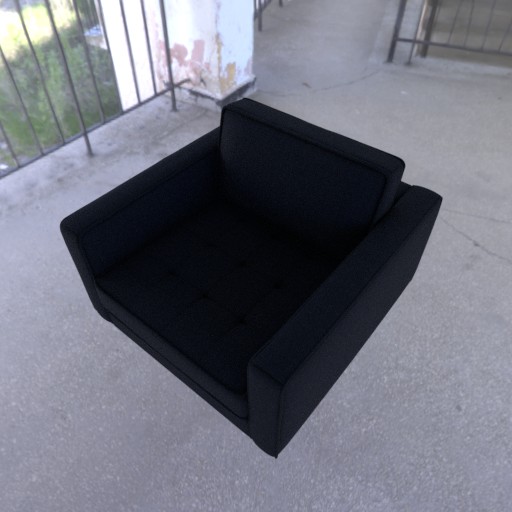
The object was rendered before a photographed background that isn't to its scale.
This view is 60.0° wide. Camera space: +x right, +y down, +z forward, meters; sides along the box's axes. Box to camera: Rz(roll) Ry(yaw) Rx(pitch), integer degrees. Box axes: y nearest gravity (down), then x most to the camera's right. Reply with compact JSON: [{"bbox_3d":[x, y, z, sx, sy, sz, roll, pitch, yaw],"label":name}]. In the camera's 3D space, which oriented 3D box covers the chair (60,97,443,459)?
[{"bbox_3d":[0.000,0.000,1.562,0.899,0.770,0.920,31,53,26],"label":"chair"}]
